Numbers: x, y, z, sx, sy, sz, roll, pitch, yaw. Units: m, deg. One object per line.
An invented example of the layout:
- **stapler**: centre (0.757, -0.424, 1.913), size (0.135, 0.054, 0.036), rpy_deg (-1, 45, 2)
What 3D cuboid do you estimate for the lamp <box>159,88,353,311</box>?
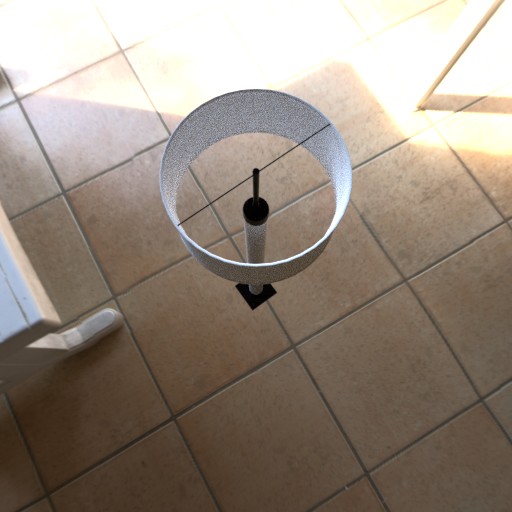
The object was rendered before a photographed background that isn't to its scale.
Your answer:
- **lamp**: centre (0.000, 0.000, 1.664), size (0.420, 1.475, 0.420), rpy_deg (-35, 78, -8)
